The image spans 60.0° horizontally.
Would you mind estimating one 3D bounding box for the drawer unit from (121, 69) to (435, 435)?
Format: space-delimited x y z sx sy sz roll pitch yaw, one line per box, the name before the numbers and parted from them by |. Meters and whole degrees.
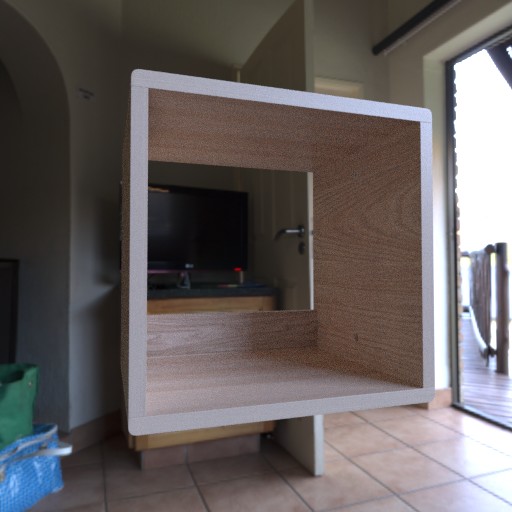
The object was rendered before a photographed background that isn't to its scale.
drawer unit | 0.000 0.000 0.605 0.344 0.344 0.290 1 -2 -18
